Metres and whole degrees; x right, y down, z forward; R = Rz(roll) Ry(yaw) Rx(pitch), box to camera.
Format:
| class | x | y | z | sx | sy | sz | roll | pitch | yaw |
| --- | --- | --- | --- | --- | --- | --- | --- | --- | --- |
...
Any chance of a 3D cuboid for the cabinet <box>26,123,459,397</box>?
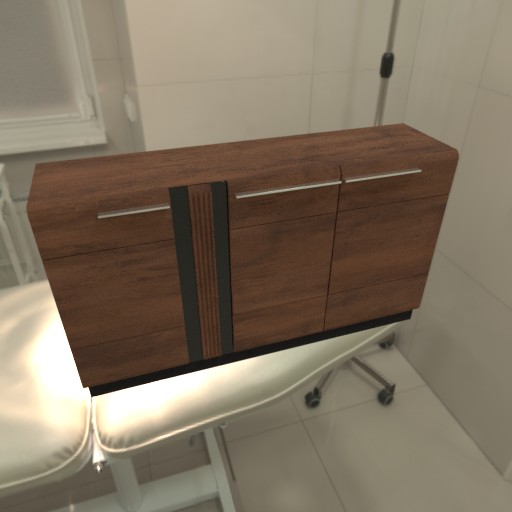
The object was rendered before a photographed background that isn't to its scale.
| class | x | y | z | sx | sy | sz | roll | pitch | yaw |
| --- | --- | --- | --- | --- | --- | --- | --- | --- | --- |
| cabinet | 0.000 | 0.000 | 1.953 | 1.600 | 0.900 | 0.420 | -10 | 35 | -15 |
